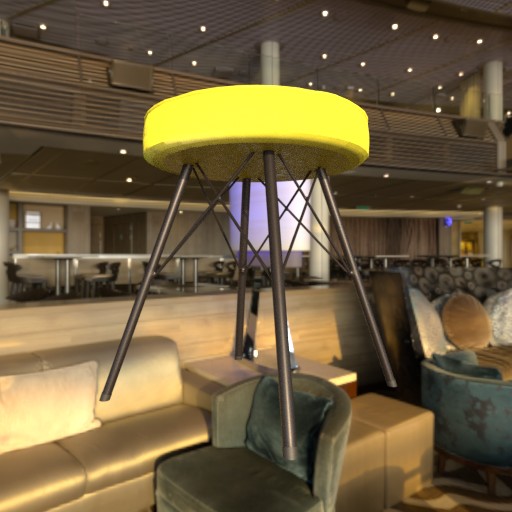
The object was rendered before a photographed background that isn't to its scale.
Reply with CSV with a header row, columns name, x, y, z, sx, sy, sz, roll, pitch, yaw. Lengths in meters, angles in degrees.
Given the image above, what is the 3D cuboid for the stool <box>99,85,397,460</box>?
name,x,y,z,sx,sy,sz,roll,pitch,yaw
stool,0.000,0.000,0.825,0.409,0.508,0.409,0,0,36
